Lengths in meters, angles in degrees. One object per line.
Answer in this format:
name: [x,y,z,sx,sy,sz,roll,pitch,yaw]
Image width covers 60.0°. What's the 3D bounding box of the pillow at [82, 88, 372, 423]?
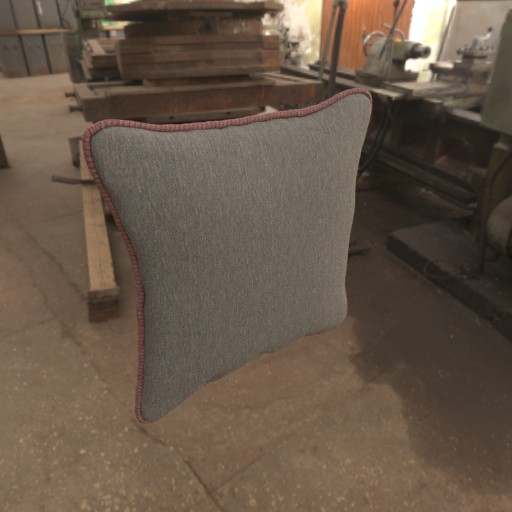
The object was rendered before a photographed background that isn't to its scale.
pillow: [0.000,0.000,0.729,0.482,0.491,0.124,-20,35,-31]
